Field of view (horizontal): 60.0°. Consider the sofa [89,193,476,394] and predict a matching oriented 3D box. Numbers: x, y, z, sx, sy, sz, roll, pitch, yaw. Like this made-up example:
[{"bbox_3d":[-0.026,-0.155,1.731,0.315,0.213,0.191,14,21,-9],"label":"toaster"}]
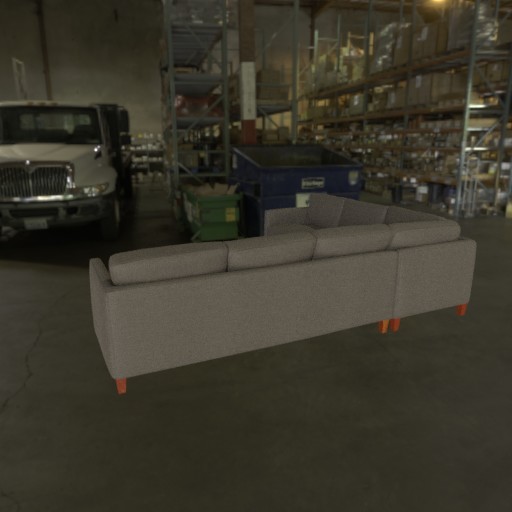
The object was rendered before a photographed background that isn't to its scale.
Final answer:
[{"bbox_3d":[0.000,0.000,4.527,3.302,0.947,2.593,-7,16,-25],"label":"sofa"}]
